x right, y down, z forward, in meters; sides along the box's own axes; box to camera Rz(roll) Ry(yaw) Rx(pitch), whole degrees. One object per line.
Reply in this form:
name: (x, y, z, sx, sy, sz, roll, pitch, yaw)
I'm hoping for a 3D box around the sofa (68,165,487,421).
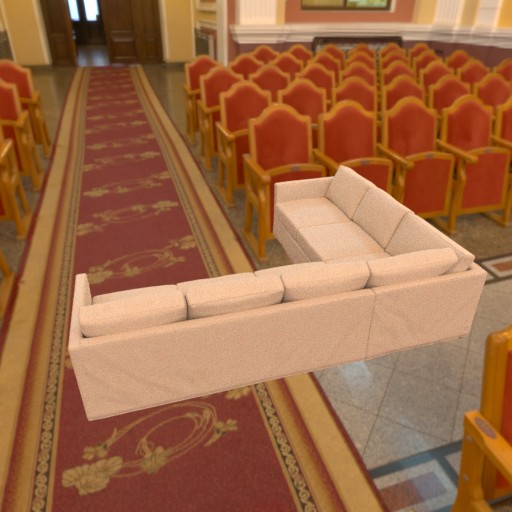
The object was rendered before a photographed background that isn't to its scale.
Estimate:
sofa: (0.000, 0.000, 4.275, 3.182, 0.871, 2.432, -8, 31, -14)
